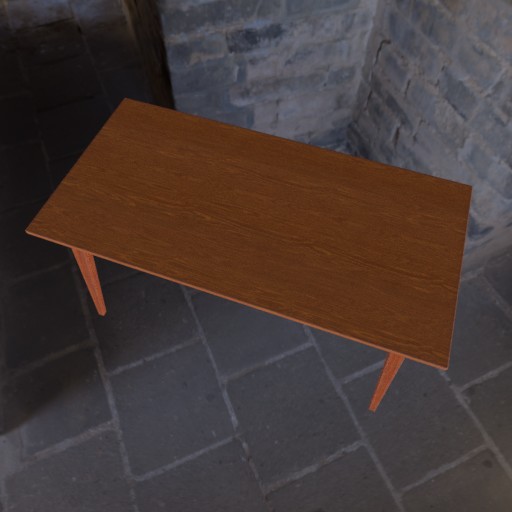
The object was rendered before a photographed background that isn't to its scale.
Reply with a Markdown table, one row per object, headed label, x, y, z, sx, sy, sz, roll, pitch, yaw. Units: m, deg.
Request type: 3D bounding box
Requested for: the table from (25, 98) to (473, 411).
| label | x | y | z | sx | sy | sz | roll | pitch | yaw |
| --- | --- | --- | --- | --- | --- | --- | --- | --- | --- |
| table | 0.000 | 0.000 | 2.092 | 1.609 | 0.755 | 0.811 | 17 | 61 | 10 |
